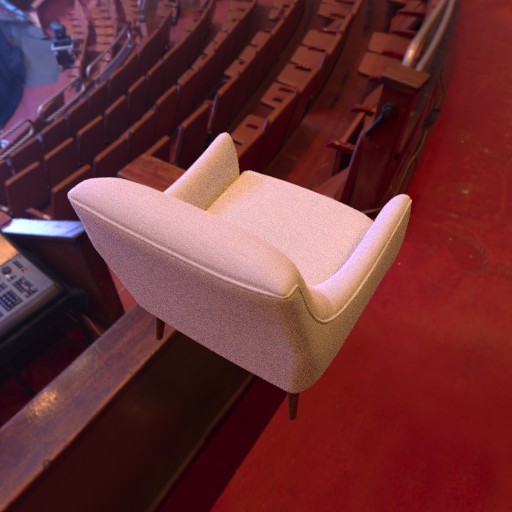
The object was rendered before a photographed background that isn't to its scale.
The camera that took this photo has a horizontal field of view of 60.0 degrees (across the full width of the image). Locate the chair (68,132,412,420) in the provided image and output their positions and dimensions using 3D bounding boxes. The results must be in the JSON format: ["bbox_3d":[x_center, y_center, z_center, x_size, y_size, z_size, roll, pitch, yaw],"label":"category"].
[{"bbox_3d":[0.000,0.000,1.448,0.762,0.838,0.787,25,51,22],"label":"chair"}]
